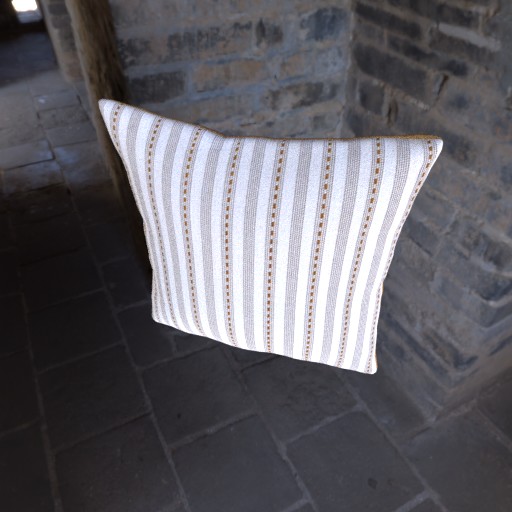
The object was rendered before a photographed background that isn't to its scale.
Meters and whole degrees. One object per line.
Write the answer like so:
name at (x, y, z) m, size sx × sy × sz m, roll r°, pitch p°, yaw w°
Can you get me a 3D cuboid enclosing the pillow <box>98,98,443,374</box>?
pillow at (0.000, 0.000, 0.667) m, size 0.432 × 0.437 × 0.147 m, roll 11°, pitch 42°, yaw 12°
